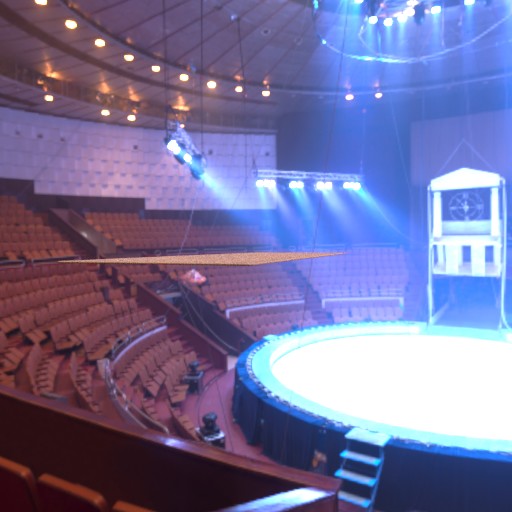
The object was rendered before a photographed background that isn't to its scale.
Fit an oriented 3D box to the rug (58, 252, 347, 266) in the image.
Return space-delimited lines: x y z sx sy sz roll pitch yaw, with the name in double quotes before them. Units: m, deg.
"rug" 0.000 0.000 2.710 0.806 0.006 2.431 0 1 19
